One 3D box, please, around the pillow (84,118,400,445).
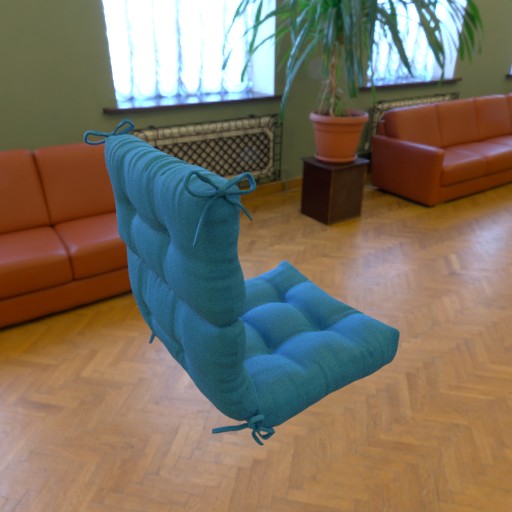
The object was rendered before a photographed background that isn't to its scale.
[{"bbox_3d":[0.000,0.000,1.039,0.571,0.605,0.519,-17,31,-31],"label":"pillow"}]
